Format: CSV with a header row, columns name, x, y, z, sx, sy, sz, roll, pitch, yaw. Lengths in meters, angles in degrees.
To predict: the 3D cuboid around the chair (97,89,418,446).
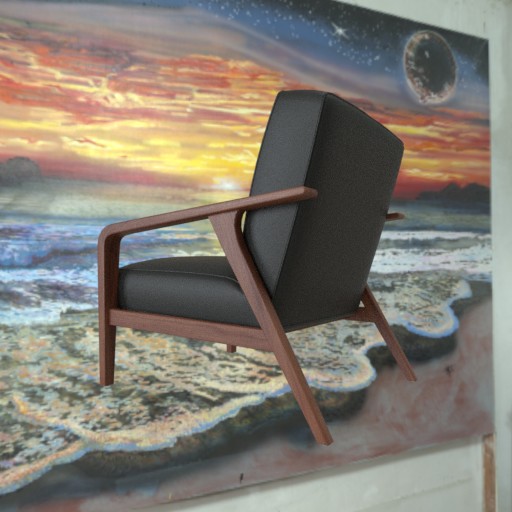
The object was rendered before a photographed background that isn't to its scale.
name,x,y,z,sx,sy,sz,roll,pitch,yaw
chair,0.000,0.000,1.524,0.889,0.861,0.719,-1,-1,36
